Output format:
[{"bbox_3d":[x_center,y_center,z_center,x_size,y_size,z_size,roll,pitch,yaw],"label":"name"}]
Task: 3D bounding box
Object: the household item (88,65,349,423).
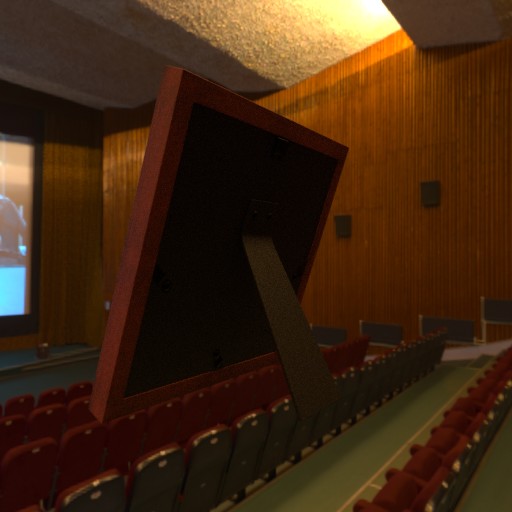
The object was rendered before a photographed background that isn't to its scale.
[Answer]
[{"bbox_3d":[0.000,0.000,0.385,0.131,0.240,0.240,0,0,36],"label":"household item"}]
